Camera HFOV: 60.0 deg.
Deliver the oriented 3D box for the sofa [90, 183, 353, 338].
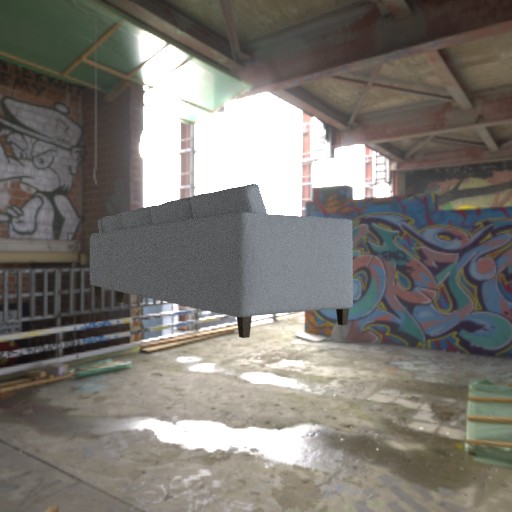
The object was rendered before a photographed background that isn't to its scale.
[{"bbox_3d":[0.000,0.000,4.543,2.522,0.934,3.333,0,0,-35],"label":"sofa"}]
